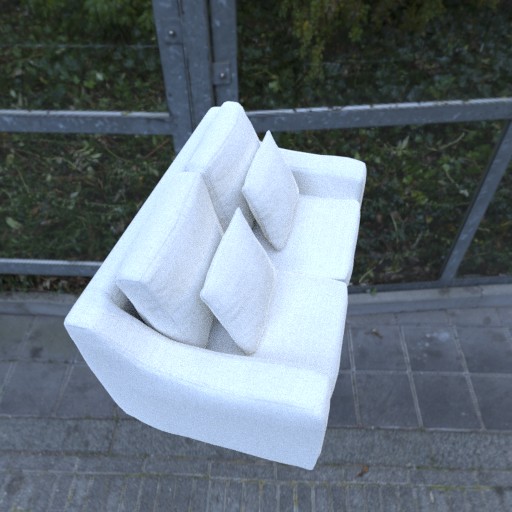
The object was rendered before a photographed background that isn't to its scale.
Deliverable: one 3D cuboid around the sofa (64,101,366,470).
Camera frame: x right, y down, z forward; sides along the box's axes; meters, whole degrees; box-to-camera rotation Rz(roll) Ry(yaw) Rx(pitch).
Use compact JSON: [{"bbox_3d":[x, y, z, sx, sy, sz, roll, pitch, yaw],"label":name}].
[{"bbox_3d":[0.000,0.000,2.348,1.040,1.047,1.744,11,47,10],"label":"sofa"}]
